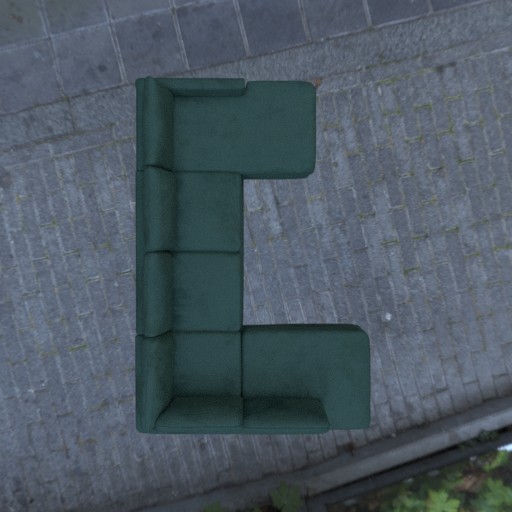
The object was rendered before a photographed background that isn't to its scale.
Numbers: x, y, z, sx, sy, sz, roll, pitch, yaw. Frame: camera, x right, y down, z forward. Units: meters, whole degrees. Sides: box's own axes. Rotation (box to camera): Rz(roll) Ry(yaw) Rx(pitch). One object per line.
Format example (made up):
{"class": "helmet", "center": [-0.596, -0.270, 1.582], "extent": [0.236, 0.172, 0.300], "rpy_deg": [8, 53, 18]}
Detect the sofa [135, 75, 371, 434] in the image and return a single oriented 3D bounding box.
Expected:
{"class": "sofa", "center": [0.000, 0.000, 3.837], "extent": [1.992, 0.861, 2.994], "rpy_deg": [0, 91, 0]}
